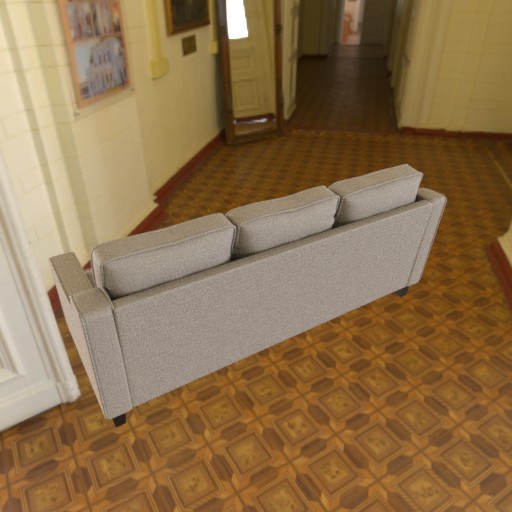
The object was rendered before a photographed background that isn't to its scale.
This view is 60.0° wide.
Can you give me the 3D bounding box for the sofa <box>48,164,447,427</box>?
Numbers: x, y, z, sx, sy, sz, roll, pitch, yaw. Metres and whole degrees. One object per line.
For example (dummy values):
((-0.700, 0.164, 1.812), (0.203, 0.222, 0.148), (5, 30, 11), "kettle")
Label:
((0.000, 0.000, 2.626), (2.129, 0.950, 0.899), (-18, 36, -27), "sofa")
